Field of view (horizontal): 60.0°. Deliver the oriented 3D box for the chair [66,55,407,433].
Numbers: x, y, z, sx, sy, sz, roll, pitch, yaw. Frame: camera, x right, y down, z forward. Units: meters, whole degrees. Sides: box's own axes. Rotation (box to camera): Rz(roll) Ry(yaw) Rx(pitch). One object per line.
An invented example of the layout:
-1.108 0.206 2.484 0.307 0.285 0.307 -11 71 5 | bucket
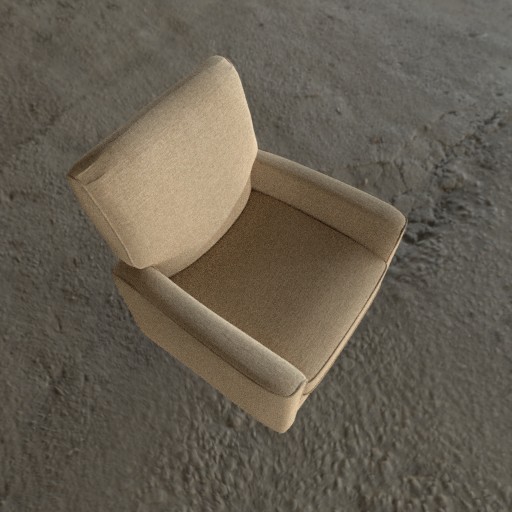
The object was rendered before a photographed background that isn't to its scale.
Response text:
0.000 0.000 1.633 0.858 1.028 0.841 31 63 18 | chair
